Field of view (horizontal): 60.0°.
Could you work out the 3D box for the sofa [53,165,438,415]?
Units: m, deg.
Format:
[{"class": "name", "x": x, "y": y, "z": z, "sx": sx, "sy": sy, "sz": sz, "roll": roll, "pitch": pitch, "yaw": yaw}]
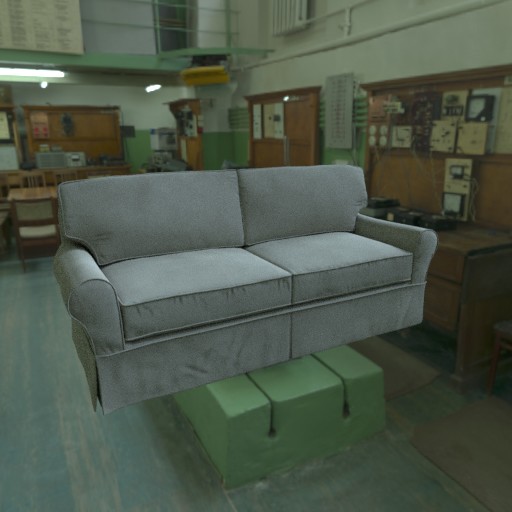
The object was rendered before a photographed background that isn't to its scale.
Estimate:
[{"class": "sofa", "x": 0.000, "y": 0.000, "z": 2.721, "sx": 2.246, "sy": 1.014, "sz": 0.900, "roll": -8, "pitch": 18, "yaw": -27}]
